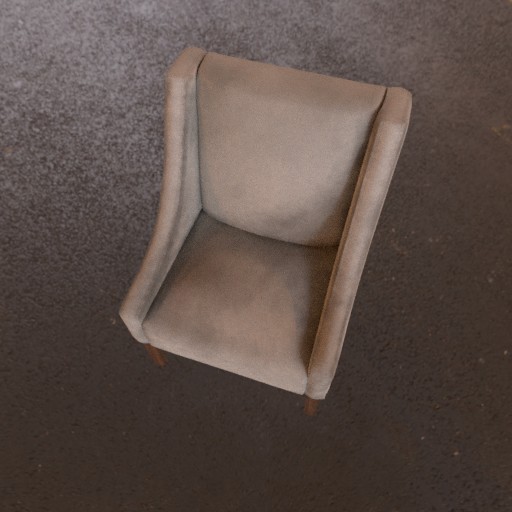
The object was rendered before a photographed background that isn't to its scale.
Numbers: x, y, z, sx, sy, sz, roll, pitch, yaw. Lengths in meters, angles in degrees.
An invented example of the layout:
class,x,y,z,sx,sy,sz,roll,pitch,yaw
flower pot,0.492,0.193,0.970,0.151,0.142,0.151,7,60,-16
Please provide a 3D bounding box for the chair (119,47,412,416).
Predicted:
class,x,y,z,sx,sy,sz,roll,pitch,yaw
chair,0.000,0.000,1.343,0.629,0.895,0.629,15,59,10
